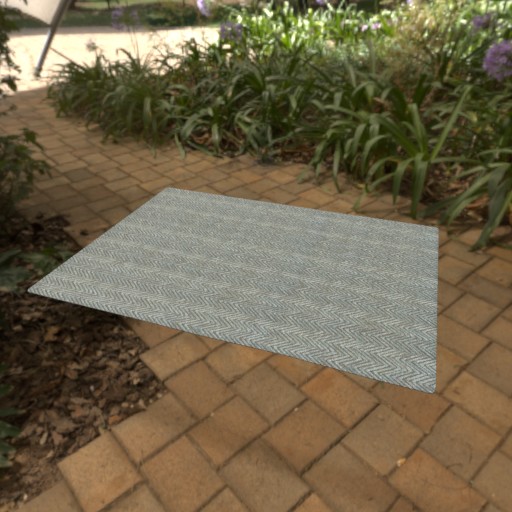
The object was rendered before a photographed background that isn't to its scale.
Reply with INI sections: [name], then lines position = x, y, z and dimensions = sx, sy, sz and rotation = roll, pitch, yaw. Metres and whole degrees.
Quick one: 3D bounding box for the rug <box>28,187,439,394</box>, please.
[rug]
position = 0.000, 0.000, 5.115
dimensions = 3.957, 0.011, 2.894
rotation = 11, 33, 17
